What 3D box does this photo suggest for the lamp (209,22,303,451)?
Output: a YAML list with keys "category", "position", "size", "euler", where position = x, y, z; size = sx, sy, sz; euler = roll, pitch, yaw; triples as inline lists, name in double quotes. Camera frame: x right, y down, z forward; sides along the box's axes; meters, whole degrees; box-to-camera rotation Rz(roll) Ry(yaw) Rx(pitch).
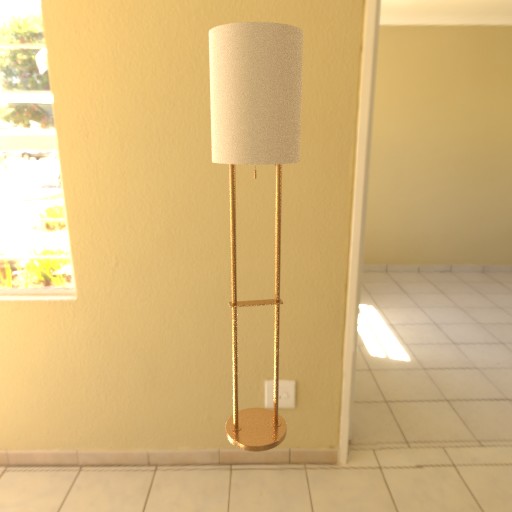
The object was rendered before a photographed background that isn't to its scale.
- category: "lamp"
  position: [0.000, 0.000, 1.637]
  size: [0.306, 1.500, 0.305]
  euler: [-3, 15, -10]
